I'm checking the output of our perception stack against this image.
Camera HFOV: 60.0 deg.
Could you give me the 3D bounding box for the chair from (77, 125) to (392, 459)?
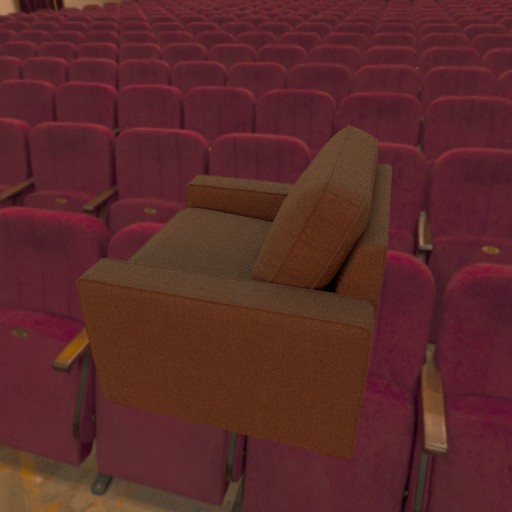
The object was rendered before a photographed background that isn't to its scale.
[{"bbox_3d":[0.000,0.000,1.747,0.940,0.919,1.017,8,31,14],"label":"chair"}]
